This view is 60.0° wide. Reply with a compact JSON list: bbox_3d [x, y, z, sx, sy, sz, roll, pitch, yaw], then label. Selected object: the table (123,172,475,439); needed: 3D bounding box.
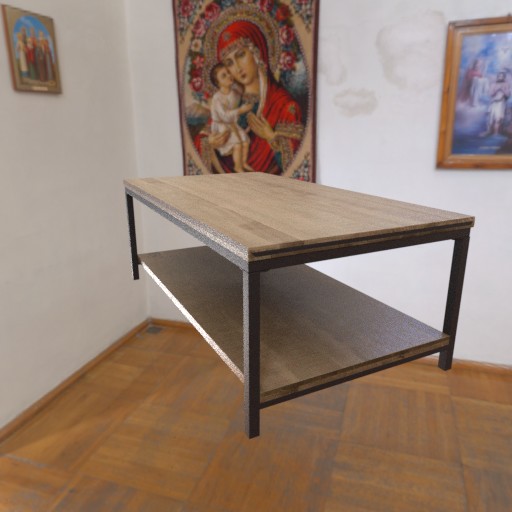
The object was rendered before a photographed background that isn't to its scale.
[{"bbox_3d":[0.000,0.000,1.388,0.574,0.393,1.062,-8,19,-26],"label":"table"}]
